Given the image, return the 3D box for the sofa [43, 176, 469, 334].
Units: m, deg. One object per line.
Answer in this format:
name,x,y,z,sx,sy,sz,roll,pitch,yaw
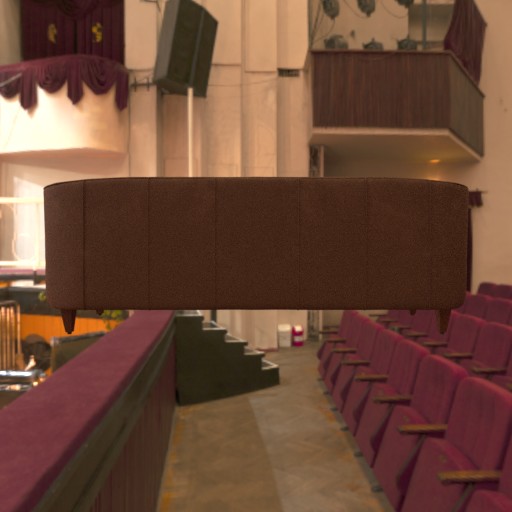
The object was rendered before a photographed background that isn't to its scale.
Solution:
sofa,0.000,0.000,2.589,2.227,0.787,0.927,0,0,0
